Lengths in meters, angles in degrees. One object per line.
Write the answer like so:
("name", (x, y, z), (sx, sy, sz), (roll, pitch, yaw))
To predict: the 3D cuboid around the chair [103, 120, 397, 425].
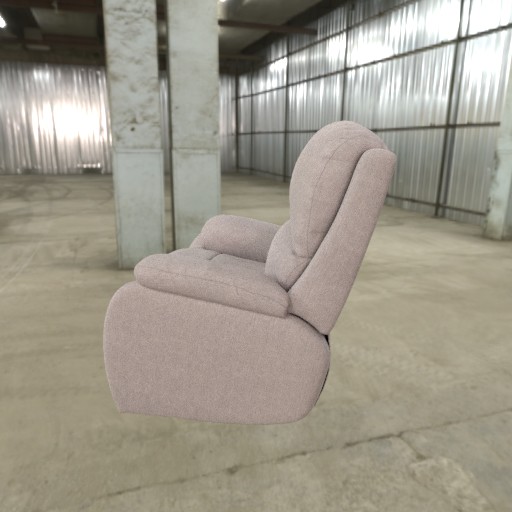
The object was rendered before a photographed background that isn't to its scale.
("chair", (0.000, 0.000, 1.740), (0.899, 1.011, 0.930), (2, 14, 9))
